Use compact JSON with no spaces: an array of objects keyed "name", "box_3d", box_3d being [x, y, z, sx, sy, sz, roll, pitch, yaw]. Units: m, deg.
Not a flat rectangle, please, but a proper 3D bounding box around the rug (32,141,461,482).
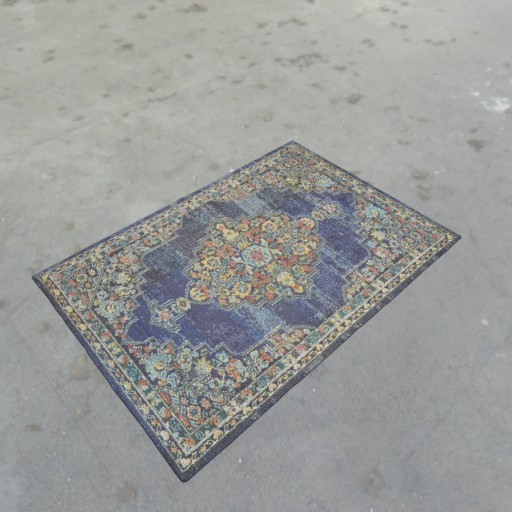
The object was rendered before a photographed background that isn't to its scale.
[{"name":"rug","box_3d":[0.000,0.000,3.647,2.940,0.011,2.053,-33,55,-28]}]
